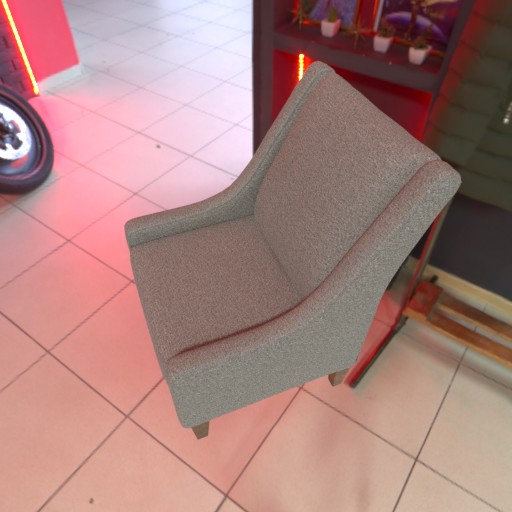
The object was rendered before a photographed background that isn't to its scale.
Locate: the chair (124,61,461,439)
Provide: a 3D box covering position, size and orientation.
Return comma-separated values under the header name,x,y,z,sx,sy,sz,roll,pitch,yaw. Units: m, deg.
name,x,y,z,sx,sy,sz,roll,pitch,yaw
chair,0.000,0.000,1.612,0.870,1.016,0.774,-16,48,-15
